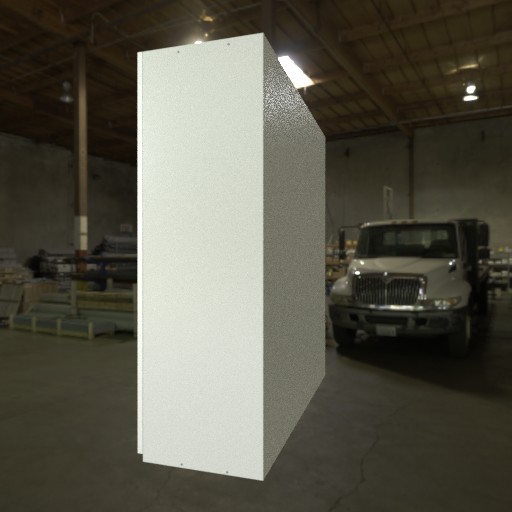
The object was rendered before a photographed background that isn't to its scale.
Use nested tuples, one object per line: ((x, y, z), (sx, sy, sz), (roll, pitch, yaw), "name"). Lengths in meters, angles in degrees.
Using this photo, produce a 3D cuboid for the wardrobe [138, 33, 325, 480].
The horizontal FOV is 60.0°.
((0.000, 0.000, 2.876), (0.629, 1.960, 1.780), (0, 0, 17), "wardrobe")
